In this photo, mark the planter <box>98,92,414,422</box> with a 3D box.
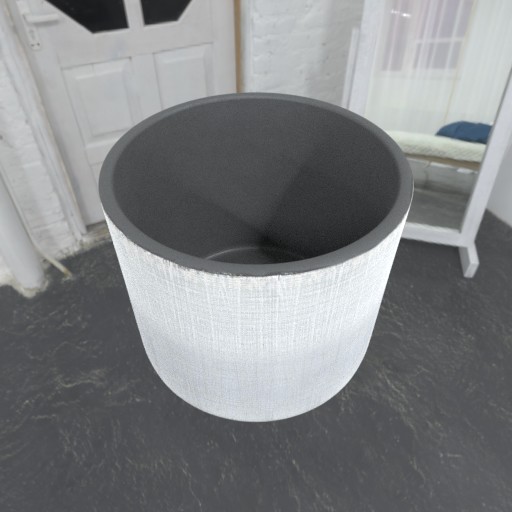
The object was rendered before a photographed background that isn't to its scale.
[{"bbox_3d":[0.000,0.000,0.437,0.254,0.221,0.254,0,46,0],"label":"planter"}]
